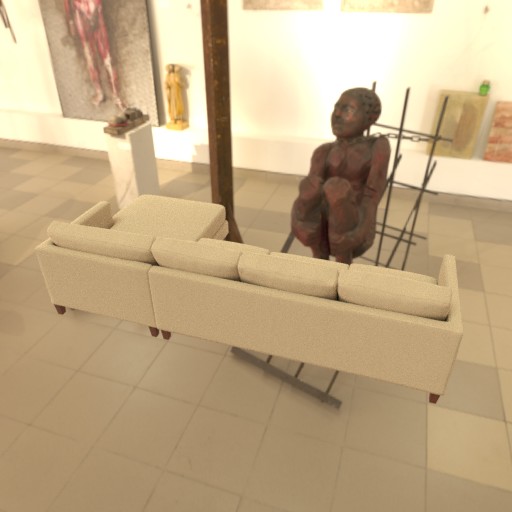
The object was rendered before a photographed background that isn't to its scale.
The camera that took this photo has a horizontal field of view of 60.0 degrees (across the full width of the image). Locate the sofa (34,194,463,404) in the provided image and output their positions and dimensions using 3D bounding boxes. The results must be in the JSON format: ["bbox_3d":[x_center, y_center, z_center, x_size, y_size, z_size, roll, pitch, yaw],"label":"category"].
[{"bbox_3d":[0.000,0.000,3.862,3.186,0.861,1.625,10,34,15],"label":"sofa"}]
